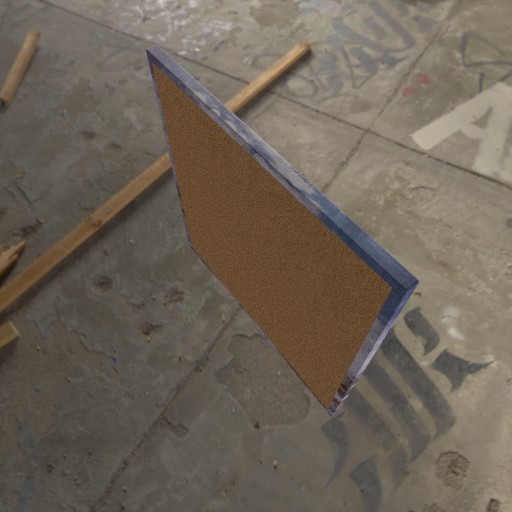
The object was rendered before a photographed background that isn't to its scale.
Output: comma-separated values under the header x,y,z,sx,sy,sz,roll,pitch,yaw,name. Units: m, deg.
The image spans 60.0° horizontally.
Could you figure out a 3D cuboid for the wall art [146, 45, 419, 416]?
x,y,z,sx,sy,sz,roll,pitch,yaw,name
0.000,0.000,1.327,0.035,0.897,0.888,-33,63,-19,wall art
